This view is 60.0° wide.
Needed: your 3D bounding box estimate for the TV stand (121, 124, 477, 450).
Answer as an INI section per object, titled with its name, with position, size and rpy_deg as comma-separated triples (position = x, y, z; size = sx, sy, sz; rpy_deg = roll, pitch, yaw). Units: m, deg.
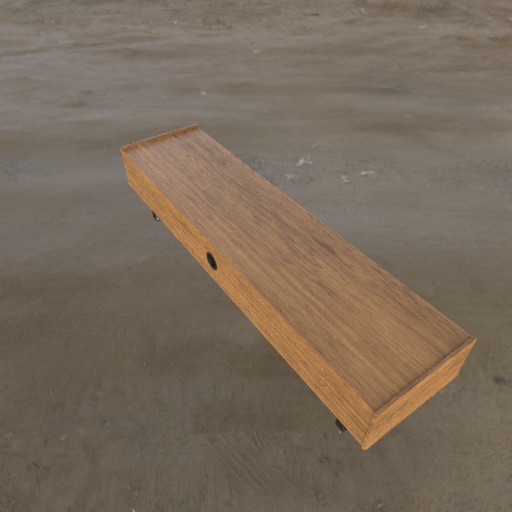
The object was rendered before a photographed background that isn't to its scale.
[TV stand]
position = 0.000, 0.000, 1.985
size = 0.467, 0.415, 1.796
rpy_deg = -26, 49, -25
